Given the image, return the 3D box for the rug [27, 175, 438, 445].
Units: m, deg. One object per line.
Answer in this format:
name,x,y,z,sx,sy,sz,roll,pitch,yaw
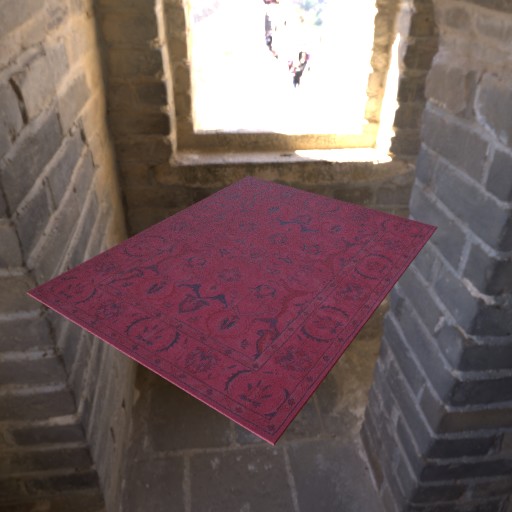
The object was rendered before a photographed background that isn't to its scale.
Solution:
rug,0.000,0.000,3.893,2.300,0.012,2.929,21,38,29
